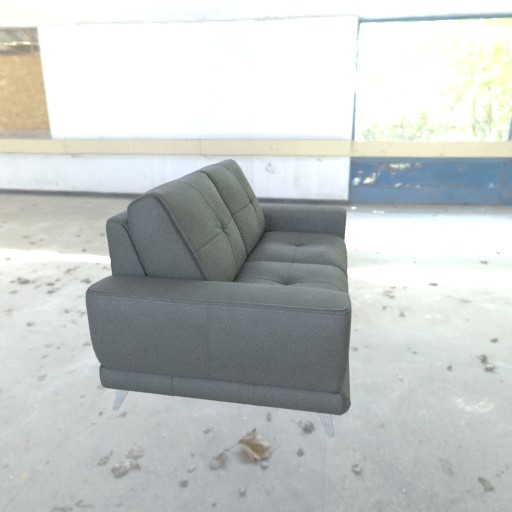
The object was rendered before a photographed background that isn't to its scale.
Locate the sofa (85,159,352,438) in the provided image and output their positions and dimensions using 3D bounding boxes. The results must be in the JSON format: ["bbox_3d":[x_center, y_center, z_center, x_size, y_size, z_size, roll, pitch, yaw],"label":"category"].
[{"bbox_3d":[0.000,0.000,2.422,1.018,0.907,1.806,3,18,10],"label":"sofa"}]
